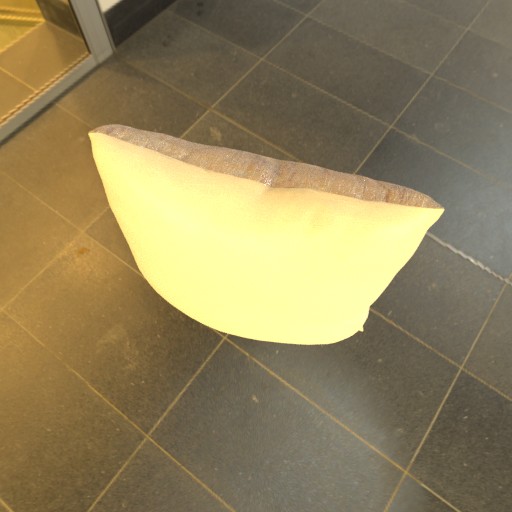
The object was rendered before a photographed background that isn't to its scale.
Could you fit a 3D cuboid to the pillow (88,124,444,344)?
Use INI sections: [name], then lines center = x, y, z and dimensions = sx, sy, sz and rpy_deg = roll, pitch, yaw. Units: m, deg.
[pillow]
center = 0.000, 0.000, 0.724
dimensions = 0.450, 0.448, 0.245
rpy_deg = 15, 65, 7
